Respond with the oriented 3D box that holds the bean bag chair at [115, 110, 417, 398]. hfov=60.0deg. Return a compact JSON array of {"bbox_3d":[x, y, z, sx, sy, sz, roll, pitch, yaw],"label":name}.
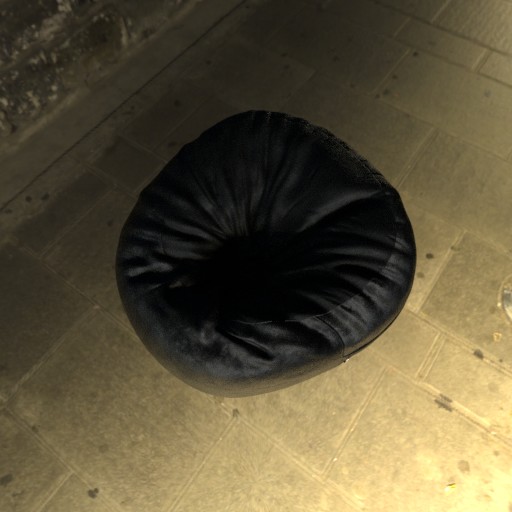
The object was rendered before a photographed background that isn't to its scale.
[{"bbox_3d":[0.000,0.000,2.477,1.524,0.878,1.524,-36,68,-17],"label":"bean bag chair"}]
